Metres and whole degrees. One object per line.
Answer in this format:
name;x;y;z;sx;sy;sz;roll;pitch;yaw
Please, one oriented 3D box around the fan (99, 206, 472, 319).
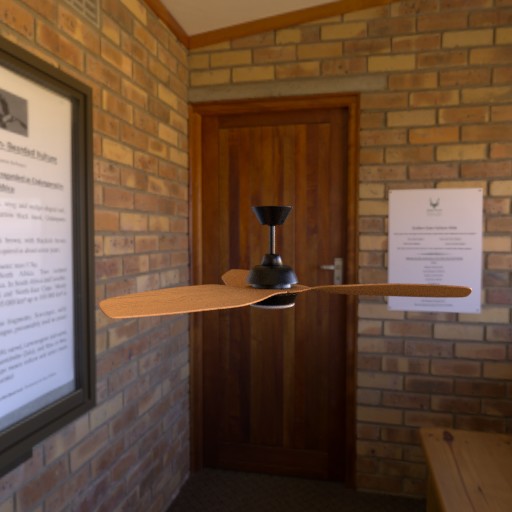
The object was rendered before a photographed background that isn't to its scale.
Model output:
fan;0.000;0.000;1.705;1.142;0.355;1.010;-1;3;-19
